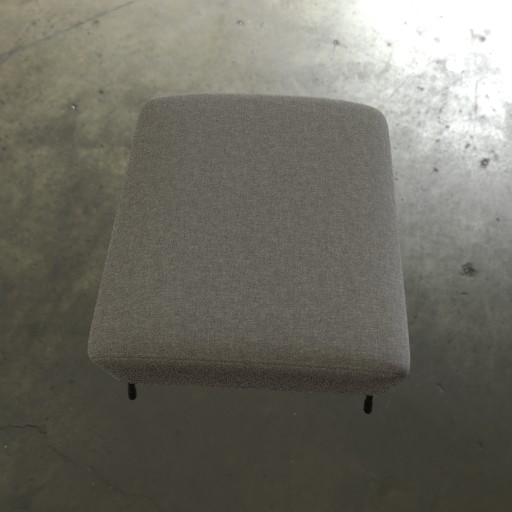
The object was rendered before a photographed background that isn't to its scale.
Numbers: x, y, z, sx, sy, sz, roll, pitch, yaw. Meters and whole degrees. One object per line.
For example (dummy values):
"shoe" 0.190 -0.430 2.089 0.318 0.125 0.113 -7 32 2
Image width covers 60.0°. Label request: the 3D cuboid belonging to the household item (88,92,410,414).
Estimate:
"household item" 0.000 0.000 0.890 0.530 0.410 0.530 3 64 1
